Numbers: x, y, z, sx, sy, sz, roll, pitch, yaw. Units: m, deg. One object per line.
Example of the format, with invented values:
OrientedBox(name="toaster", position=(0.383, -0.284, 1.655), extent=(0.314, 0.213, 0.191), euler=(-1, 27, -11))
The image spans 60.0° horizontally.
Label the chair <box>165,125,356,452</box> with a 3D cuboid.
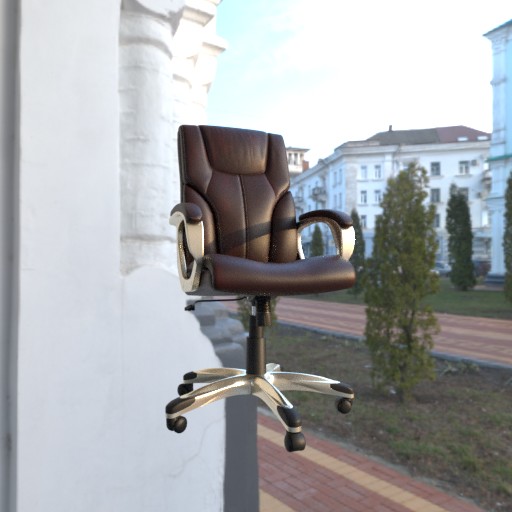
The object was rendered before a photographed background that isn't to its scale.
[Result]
OrientedBox(name="chair", position=(0.000, 0.000, 1.580), extent=(0.662, 1.107, 0.739), euler=(0, -1, -19))
